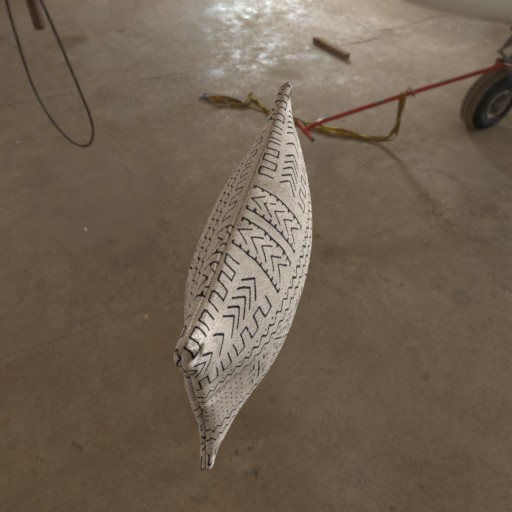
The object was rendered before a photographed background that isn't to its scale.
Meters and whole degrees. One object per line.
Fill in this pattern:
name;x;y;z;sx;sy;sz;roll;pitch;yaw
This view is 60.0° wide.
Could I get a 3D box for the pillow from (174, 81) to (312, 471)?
pillow;0.000;0.000;0.786;0.188;0.352;0.637;9;48;9
